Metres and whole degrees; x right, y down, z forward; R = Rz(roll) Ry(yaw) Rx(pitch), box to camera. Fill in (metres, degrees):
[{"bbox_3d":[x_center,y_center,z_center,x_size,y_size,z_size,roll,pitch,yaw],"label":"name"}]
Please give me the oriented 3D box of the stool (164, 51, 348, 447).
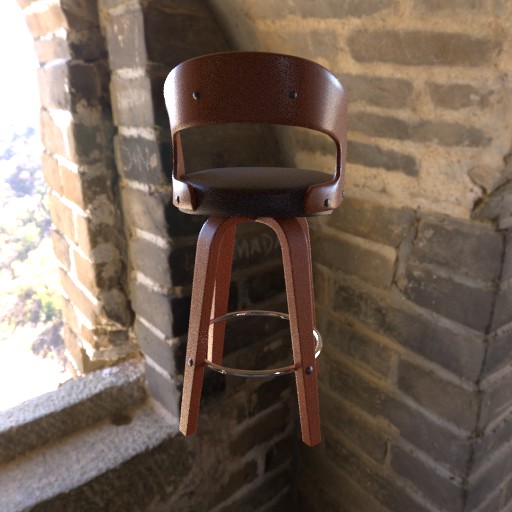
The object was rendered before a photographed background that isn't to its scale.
[{"bbox_3d":[0.000,0.000,1.183,0.457,0.940,0.457,2,17,7],"label":"stool"}]
